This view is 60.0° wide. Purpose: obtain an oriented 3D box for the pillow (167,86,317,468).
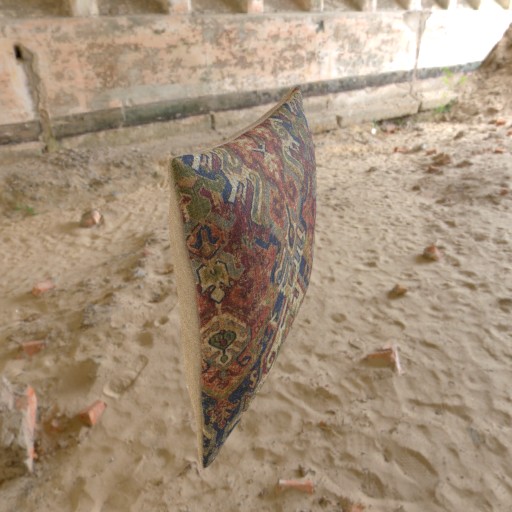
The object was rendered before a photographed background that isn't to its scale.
[{"bbox_3d":[0.000,0.000,0.799,0.166,0.506,0.523,10,31,17],"label":"pillow"}]
